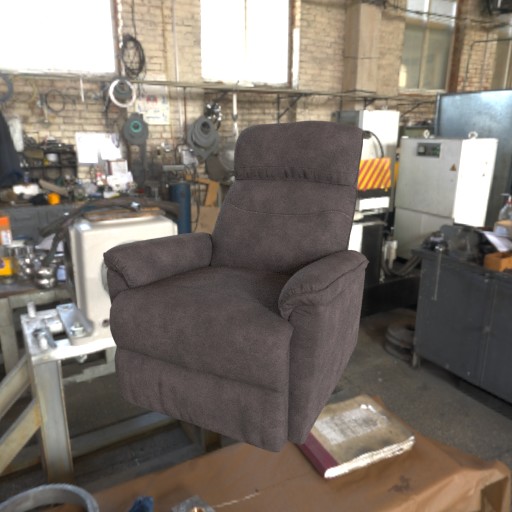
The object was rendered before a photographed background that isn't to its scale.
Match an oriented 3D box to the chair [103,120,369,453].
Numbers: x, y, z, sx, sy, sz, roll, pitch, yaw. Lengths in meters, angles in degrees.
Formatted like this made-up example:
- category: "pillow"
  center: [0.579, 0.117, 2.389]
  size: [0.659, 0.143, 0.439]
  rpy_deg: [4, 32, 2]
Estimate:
- category: "chair"
  center: [0.000, 0.000, 1.743]
  size: [0.830, 1.035, 1.009]
  rpy_deg: [8, 17, 26]
